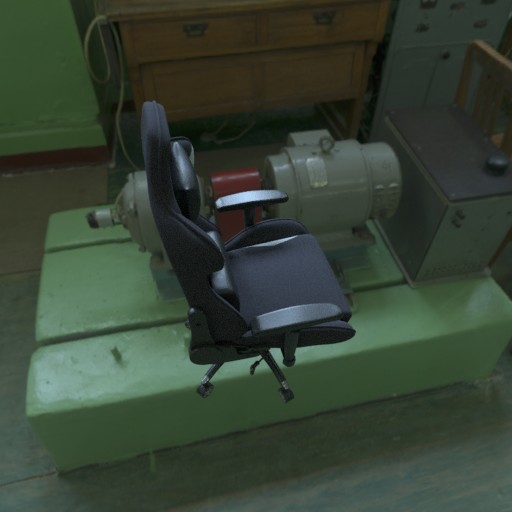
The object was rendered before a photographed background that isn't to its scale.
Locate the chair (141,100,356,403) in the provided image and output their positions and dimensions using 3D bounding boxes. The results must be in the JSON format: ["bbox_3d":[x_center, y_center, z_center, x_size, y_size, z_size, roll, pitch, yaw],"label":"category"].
[{"bbox_3d":[0.000,0.000,1.729,0.695,1.300,0.730,-10,48,-10],"label":"chair"}]
